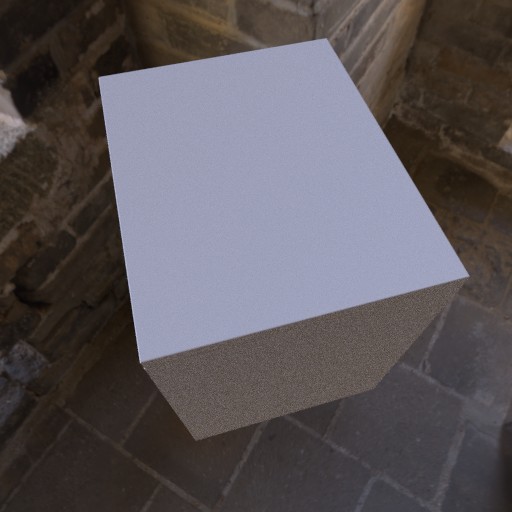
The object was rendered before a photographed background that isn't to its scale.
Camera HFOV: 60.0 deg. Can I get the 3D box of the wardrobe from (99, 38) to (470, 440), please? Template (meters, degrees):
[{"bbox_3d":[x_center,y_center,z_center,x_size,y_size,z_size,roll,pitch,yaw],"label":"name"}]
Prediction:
[{"bbox_3d":[0.000,0.000,0.856,0.400,0.520,0.500,-13,60,-8],"label":"wardrobe"}]
